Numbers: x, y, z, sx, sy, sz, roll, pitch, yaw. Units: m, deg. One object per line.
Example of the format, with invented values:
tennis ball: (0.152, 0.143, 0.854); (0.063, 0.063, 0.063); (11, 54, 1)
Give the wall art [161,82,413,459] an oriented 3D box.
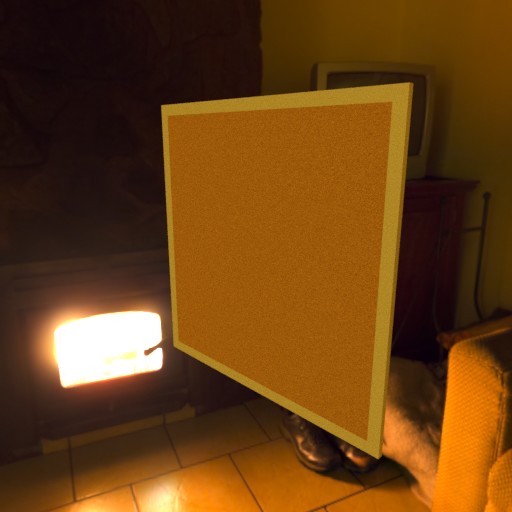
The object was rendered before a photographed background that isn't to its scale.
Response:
wall art: (0.000, 0.000, 0.674); (0.009, 0.457, 0.456); (-14, 20, -43)
